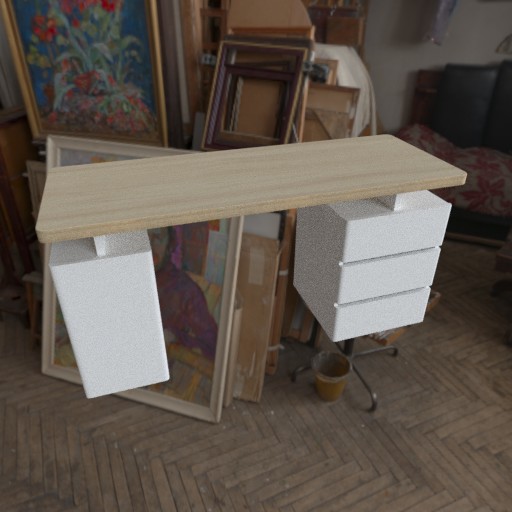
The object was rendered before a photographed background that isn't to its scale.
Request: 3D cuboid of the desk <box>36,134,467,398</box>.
[{"bbox_3d":[0.000,0.000,1.875,1.500,0.755,0.550,-9,33,-15],"label":"desk"}]
